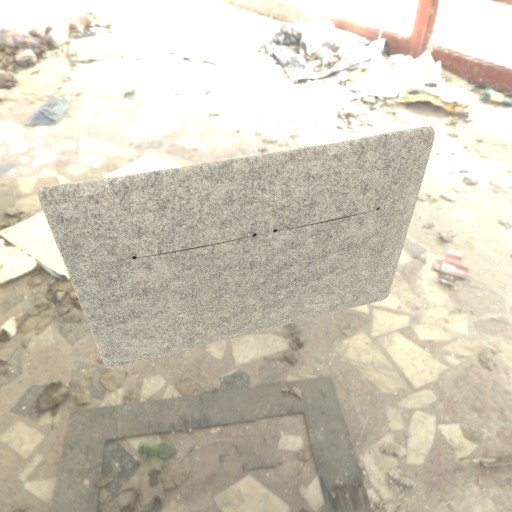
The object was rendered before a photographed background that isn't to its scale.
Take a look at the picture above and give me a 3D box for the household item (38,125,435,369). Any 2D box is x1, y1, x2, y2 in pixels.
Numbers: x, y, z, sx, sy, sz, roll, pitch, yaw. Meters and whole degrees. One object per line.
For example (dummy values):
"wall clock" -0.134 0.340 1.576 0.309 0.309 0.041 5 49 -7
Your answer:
"household item" 0.000 0.000 0.435 0.335 0.221 0.057 -12 43 -13
